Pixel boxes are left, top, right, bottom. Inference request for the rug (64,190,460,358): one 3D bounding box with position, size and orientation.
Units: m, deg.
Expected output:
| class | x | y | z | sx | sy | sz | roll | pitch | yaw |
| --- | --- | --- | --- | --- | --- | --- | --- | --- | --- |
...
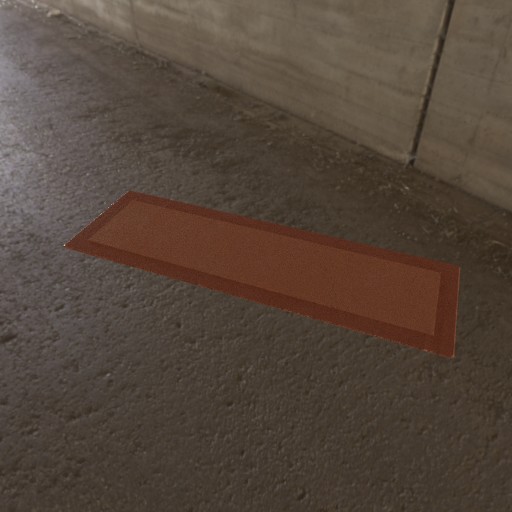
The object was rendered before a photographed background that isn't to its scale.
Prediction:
| class | x | y | z | sx | sy | sz | roll | pitch | yaw |
| --- | --- | --- | --- | --- | --- | --- | --- | --- | --- |
| rug | 0.000 | 0.000 | 2.827 | 2.471 | 0.013 | 0.914 | 12 | 41 | 14 |
